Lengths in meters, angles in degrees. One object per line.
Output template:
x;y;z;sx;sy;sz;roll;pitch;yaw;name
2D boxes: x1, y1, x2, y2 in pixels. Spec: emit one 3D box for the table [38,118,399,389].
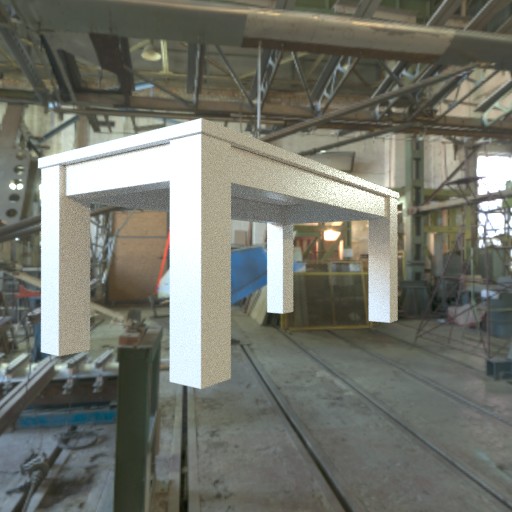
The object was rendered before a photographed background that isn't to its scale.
0.000;0.000;2.276;0.900;0.790;1.800;0;0;36;table
